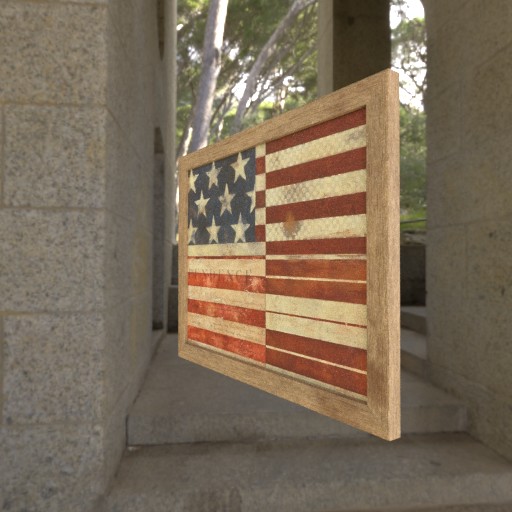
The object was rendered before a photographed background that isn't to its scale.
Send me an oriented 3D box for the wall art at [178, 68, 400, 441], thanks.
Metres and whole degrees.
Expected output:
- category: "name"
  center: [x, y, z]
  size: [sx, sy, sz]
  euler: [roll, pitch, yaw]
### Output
- category: "wall art"
  center: [0.000, 0.000, 0.923]
  size: [0.026, 0.535, 0.690]
  euler: [0, -1, -35]
